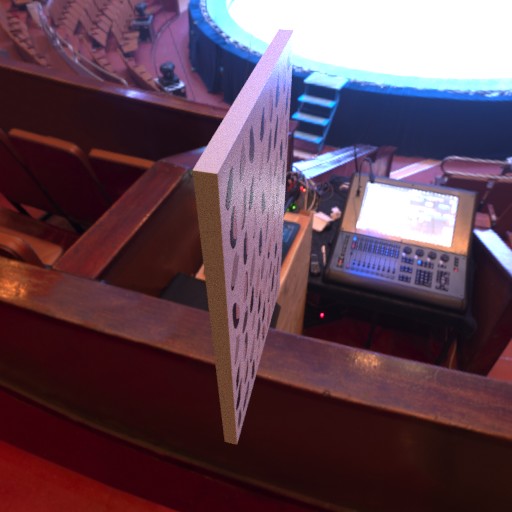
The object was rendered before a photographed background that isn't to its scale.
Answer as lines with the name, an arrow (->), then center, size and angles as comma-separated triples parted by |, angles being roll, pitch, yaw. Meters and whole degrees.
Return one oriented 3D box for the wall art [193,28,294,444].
wall art -> 0.000, 0.000, 1.153 | 0.037, 0.916, 0.610 | 10, 45, 10
